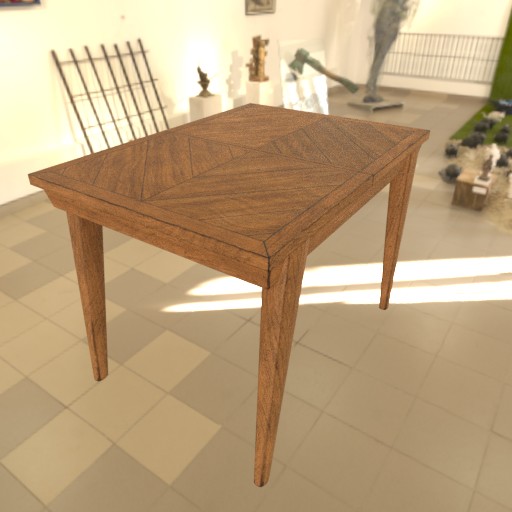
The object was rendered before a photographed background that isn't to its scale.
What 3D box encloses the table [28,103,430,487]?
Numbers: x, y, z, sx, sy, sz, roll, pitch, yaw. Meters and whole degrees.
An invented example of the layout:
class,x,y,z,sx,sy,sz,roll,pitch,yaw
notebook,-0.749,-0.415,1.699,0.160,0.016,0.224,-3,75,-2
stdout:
class,x,y,z,sx,sy,sz,roll,pitch,yaw
table,0.000,0.000,1.545,0.757,0.760,1.027,19,36,29
